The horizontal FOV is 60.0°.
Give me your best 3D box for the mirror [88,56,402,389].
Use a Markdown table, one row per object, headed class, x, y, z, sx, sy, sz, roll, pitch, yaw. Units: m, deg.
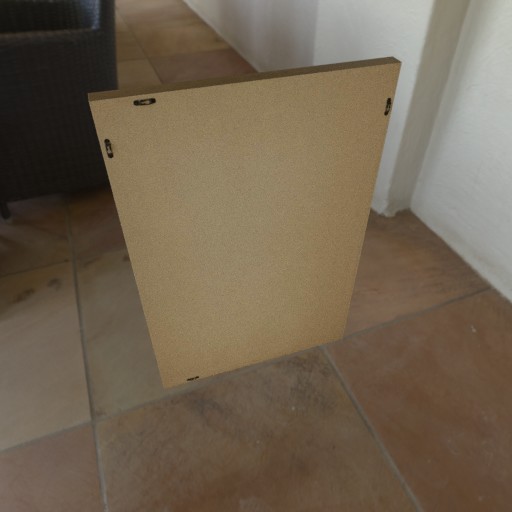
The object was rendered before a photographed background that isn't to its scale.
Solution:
| class | x | y | z | sx | sy | sz | roll | pitch | yaw |
| --- | --- | --- | --- | --- | --- | --- | --- | --- | --- |
| mirror | 0.000 | 0.000 | 1.144 | 0.609 | 0.915 | 0.041 | -12 | 44 | -13 |
